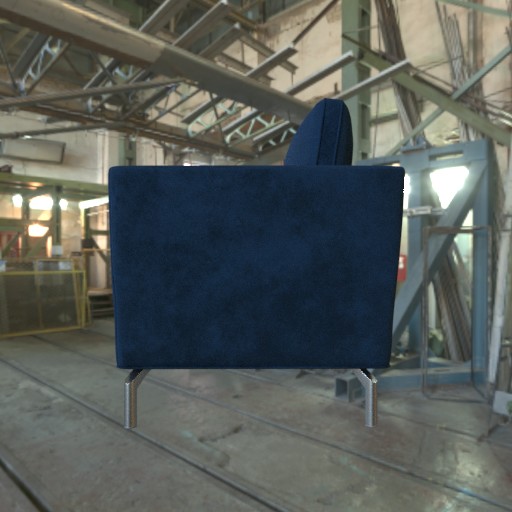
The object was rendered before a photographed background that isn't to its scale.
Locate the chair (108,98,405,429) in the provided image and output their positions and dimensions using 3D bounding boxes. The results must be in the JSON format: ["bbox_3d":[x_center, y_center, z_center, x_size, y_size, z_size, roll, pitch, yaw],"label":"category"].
[{"bbox_3d":[0.000,0.000,1.566,0.746,0.893,0.977,0,0,0],"label":"chair"}]
